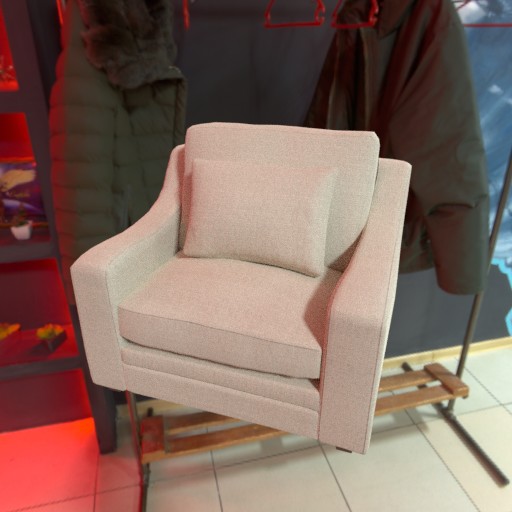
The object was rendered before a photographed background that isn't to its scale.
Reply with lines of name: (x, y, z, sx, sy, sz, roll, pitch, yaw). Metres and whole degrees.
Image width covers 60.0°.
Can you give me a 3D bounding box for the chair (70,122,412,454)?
chair: (0.000, 0.000, 1.928, 1.178, 1.016, 1.009, 9, 28, 16)
